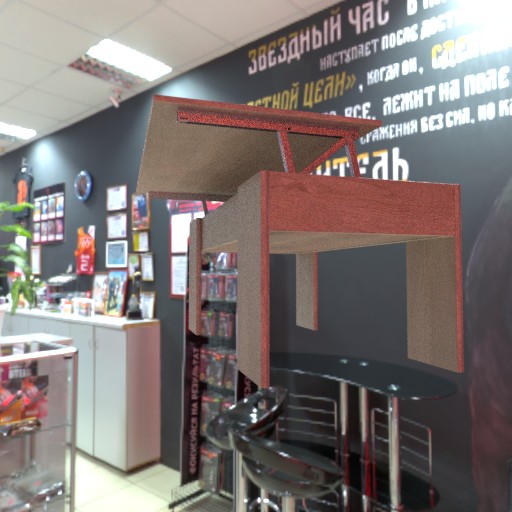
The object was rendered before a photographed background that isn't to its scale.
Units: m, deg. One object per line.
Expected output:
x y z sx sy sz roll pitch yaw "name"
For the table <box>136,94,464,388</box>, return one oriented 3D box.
0.000 0.000 1.411 0.711 0.570 1.000 1 -2 -17 "table"
